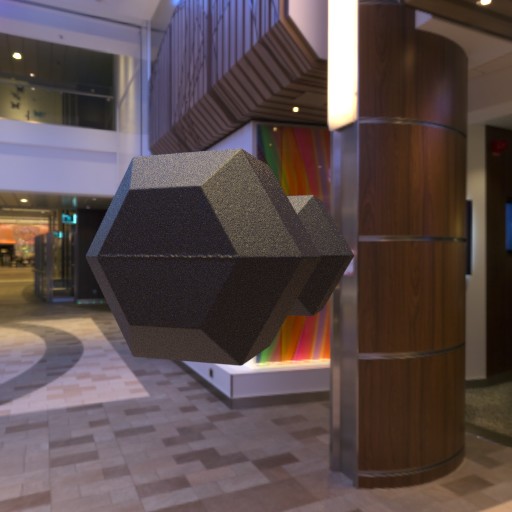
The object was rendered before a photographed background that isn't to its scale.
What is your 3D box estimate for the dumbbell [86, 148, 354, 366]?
[{"bbox_3d":[0.000,0.000,0.472,0.173,0.150,0.384,0,0,18],"label":"dumbbell"}]
